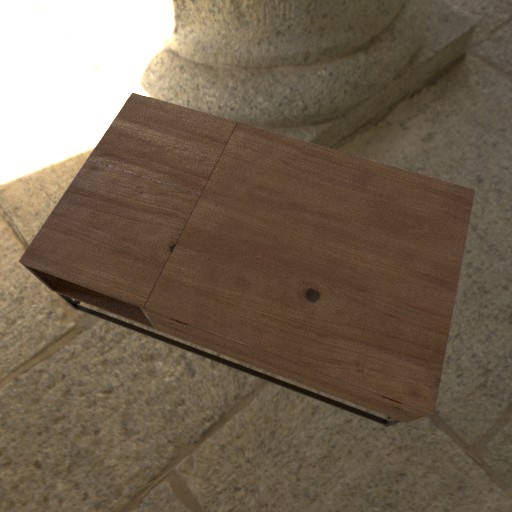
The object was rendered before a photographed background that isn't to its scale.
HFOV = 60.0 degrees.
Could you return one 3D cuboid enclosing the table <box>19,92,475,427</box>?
[{"bbox_3d":[0.000,0.000,1.397,1.101,0.395,0.655,18,65,9],"label":"table"}]
